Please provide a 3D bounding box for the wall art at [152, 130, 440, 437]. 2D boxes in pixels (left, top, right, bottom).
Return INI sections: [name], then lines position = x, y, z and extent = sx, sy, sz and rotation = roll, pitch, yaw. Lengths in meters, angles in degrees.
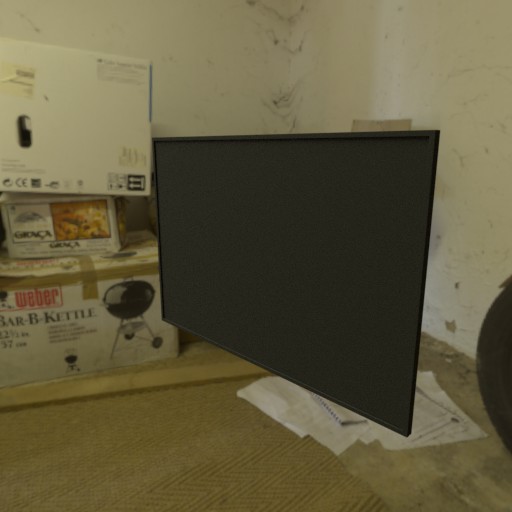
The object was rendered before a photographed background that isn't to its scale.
[wall art]
position = 0.000, 0.000, 1.525
extent = 0.028, 0.805, 1.190
rotation = -13, 19, -43
